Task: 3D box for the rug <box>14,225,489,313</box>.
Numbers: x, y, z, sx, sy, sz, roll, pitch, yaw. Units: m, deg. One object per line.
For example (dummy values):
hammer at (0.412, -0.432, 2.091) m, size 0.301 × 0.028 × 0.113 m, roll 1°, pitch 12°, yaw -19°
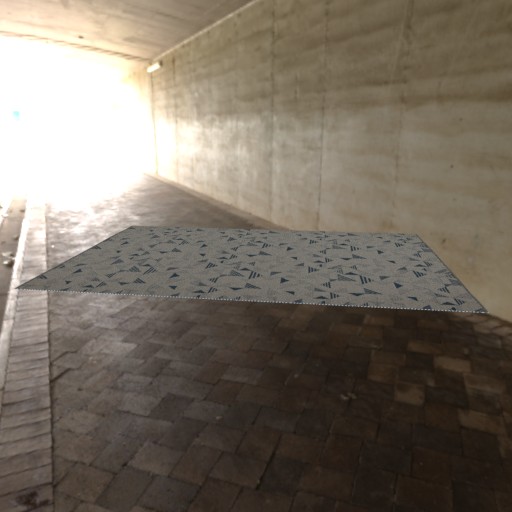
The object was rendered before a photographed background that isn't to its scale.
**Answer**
rug at (0.000, 0.000, 2.258) m, size 1.835 × 0.003 × 1.206 m, roll 2°, pitch 16°, yaw 7°
